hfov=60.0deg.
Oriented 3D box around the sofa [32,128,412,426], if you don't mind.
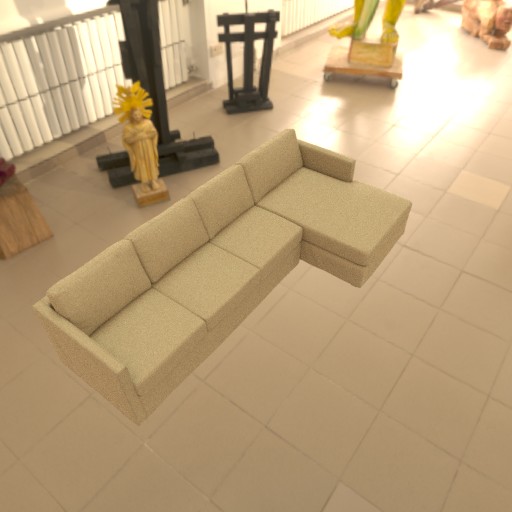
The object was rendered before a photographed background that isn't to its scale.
[{"bbox_3d":[0.000,0.000,3.881,1.622,0.867,3.177,27,50,26],"label":"sofa"}]
